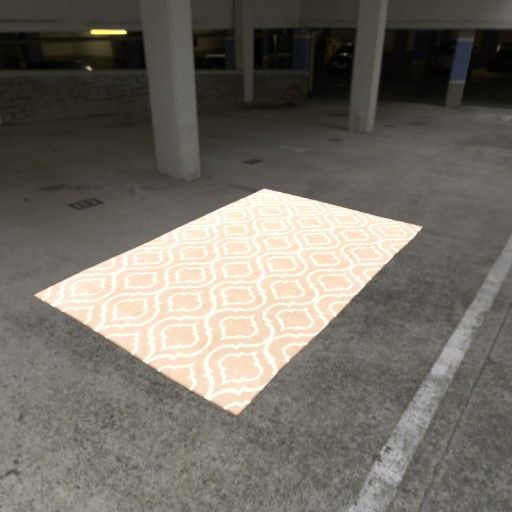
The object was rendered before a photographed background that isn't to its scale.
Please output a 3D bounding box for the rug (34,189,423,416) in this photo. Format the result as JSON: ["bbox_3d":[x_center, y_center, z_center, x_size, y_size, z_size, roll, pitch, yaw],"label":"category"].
[{"bbox_3d":[0.000,0.000,2.266,1.152,0.013,1.761,19,33,32],"label":"rug"}]
